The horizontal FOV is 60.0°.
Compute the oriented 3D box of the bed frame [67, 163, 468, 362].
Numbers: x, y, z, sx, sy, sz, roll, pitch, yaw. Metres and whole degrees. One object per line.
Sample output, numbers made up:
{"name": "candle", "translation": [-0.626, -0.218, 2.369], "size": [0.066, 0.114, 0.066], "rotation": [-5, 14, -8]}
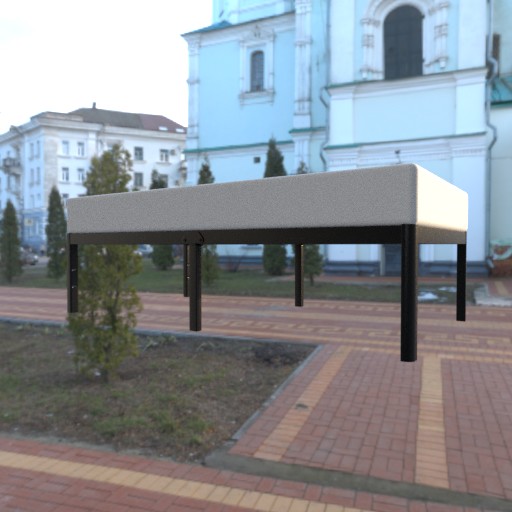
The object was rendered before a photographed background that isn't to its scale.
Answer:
{"name": "bed frame", "translation": [0.000, 0.000, 2.406], "size": [1.950, 0.659, 1.023], "rotation": [1, 2, 34]}
